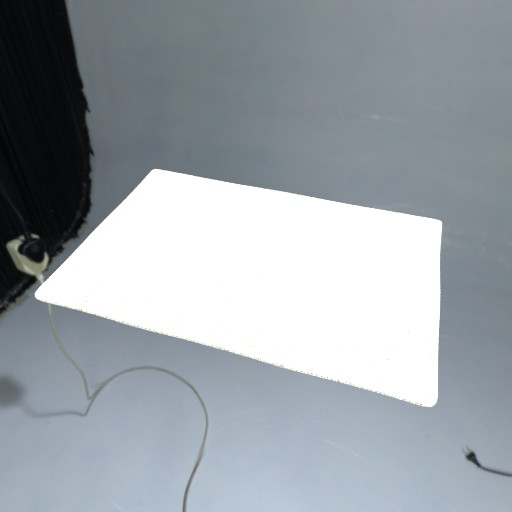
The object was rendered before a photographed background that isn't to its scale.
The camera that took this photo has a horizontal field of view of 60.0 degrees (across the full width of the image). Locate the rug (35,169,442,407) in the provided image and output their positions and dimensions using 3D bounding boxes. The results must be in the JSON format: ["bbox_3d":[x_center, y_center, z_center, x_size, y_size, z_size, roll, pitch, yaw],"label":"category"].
[{"bbox_3d":[0.000,0.000,3.403,2.698,0.025,1.798,12,43,13],"label":"rug"}]
